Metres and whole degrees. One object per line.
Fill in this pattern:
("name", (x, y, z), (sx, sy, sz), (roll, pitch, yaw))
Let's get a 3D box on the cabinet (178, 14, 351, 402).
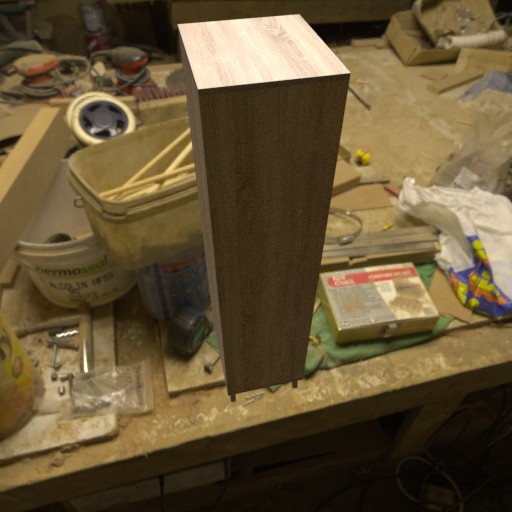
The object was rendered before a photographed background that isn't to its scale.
("cabinet", (0.000, 0.000, 2.141), (0.450, 1.960, 0.510), (-10, 47, -9))
